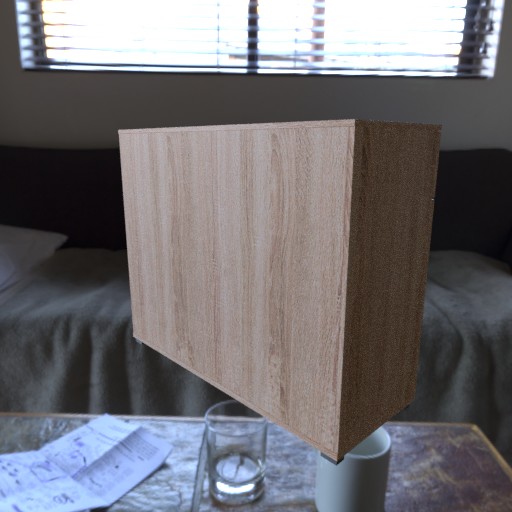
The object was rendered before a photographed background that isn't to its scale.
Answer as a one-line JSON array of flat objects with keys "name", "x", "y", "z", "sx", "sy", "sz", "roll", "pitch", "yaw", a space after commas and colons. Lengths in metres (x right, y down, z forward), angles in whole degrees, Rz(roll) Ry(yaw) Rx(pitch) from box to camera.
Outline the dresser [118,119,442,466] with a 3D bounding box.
[{"name": "dresser", "x": 0.000, "y": 0.000, "z": 1.620, "sx": 0.450, "sy": 0.900, "sz": 1.100, "roll": -13, "pitch": 19, "yaw": -42}]
